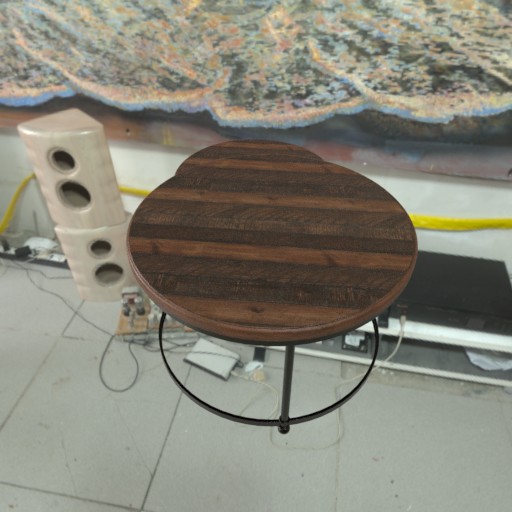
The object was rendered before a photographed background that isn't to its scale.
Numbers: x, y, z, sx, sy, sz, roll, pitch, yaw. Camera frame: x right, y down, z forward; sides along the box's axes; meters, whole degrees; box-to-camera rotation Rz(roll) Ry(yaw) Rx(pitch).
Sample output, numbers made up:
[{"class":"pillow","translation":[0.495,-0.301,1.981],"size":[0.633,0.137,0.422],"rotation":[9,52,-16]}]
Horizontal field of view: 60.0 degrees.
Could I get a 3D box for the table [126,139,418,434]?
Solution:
[{"class":"table","translation":[0.000,0.000,1.625],"size":[0.870,0.516,1.152],"rotation":[-13,42,-14]}]
